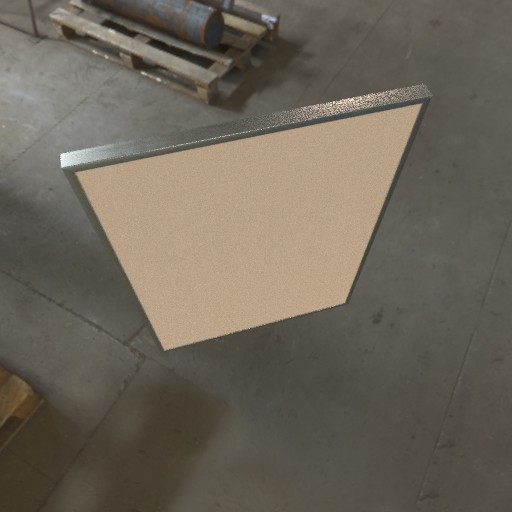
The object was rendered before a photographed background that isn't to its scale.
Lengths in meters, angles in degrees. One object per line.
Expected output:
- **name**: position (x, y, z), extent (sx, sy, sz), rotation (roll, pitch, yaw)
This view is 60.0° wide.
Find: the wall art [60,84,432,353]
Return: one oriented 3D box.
- **wall art**: position (0.000, 0.000, 1.386), extent (0.803, 1.062, 0.041), rotation (-13, 59, -8)
